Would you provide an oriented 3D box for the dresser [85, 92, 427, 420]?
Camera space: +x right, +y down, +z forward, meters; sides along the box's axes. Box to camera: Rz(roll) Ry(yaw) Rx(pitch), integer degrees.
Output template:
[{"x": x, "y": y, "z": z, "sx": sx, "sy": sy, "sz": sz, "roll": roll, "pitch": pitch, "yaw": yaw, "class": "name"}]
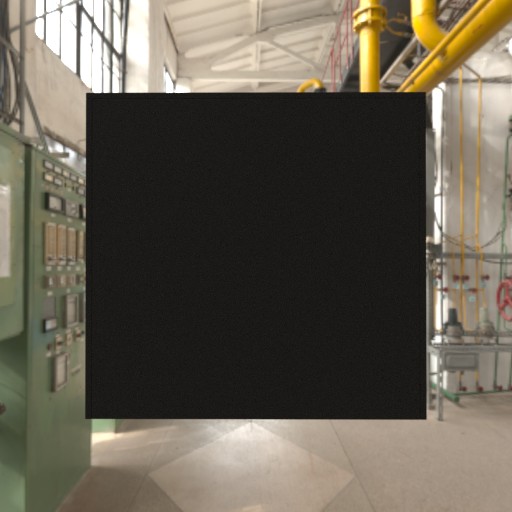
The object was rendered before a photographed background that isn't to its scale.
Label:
[{"x": 0.000, "y": 0.000, "z": 1.154, "sx": 0.750, "sy": 0.720, "sz": 0.360, "roll": 0, "pitch": 0, "yaw": 0, "class": "dresser"}]
